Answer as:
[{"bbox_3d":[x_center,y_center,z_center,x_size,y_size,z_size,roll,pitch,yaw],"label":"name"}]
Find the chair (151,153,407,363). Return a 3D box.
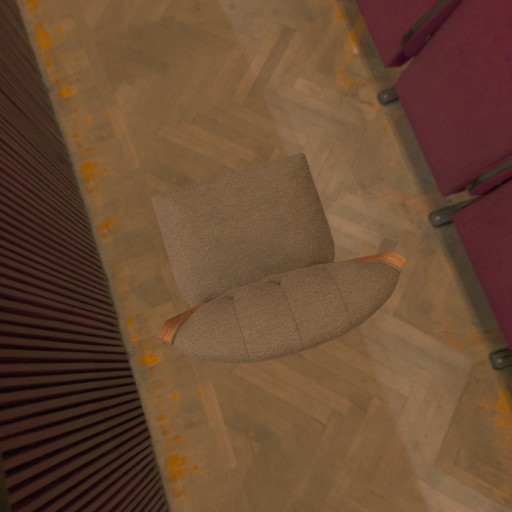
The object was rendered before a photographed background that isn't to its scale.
[{"bbox_3d":[0.000,0.000,1.279,0.513,0.905,0.584,-17,77,-4],"label":"chair"}]
